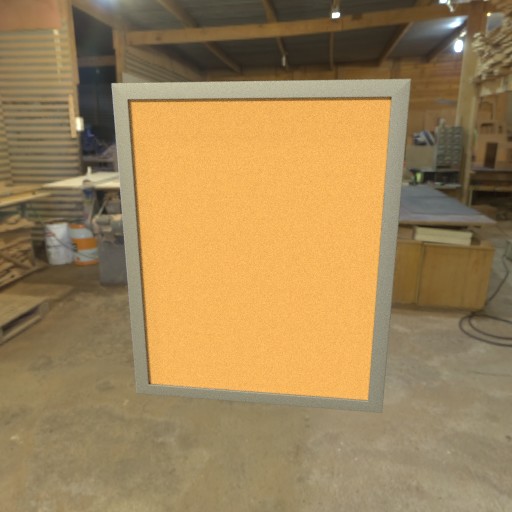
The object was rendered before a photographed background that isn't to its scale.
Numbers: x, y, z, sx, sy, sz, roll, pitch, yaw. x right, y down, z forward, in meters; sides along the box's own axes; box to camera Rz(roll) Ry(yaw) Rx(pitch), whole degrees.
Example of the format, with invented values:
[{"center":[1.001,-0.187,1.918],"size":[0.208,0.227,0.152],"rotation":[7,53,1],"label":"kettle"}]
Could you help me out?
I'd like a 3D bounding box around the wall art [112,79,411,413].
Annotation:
[{"center":[0.000,0.000,0.760],"size":[0.458,0.558,0.029],"rotation":[2,16,7],"label":"wall art"}]
